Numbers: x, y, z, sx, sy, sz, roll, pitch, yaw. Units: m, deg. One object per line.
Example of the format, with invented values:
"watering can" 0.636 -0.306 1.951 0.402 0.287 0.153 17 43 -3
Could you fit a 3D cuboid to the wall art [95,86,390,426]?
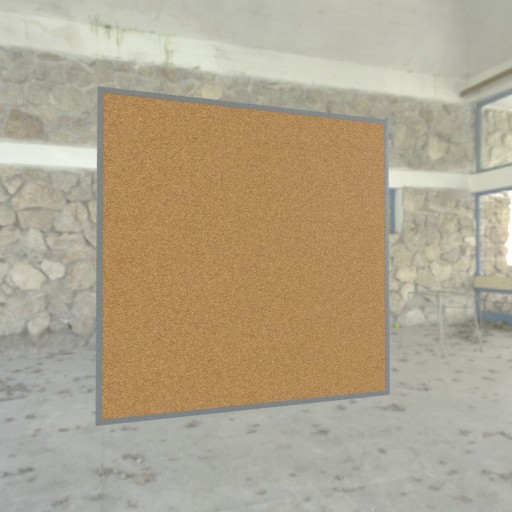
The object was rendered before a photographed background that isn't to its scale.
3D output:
"wall art" 0.000 0.000 1.194 0.809 0.807 0.038 0 -1 -18
